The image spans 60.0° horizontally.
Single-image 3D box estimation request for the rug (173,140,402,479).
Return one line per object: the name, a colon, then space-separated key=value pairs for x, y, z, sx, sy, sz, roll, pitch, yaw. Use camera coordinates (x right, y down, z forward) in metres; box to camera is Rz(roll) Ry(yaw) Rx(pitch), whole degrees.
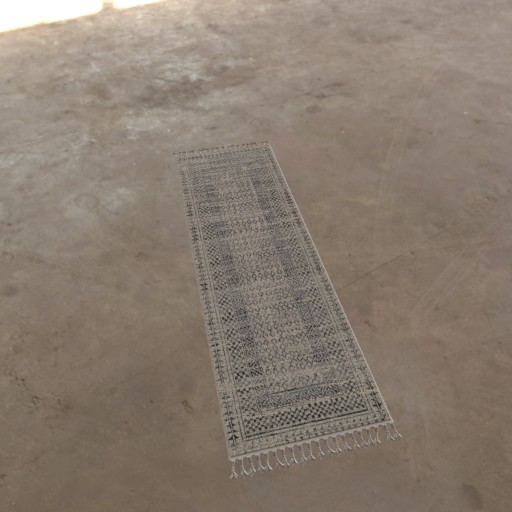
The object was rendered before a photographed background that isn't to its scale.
rug: x=0.000 y=0.000 z=2.732 sx=0.786 sy=0.013 sz=2.480 roll=-10 pitch=48 yaw=-9
